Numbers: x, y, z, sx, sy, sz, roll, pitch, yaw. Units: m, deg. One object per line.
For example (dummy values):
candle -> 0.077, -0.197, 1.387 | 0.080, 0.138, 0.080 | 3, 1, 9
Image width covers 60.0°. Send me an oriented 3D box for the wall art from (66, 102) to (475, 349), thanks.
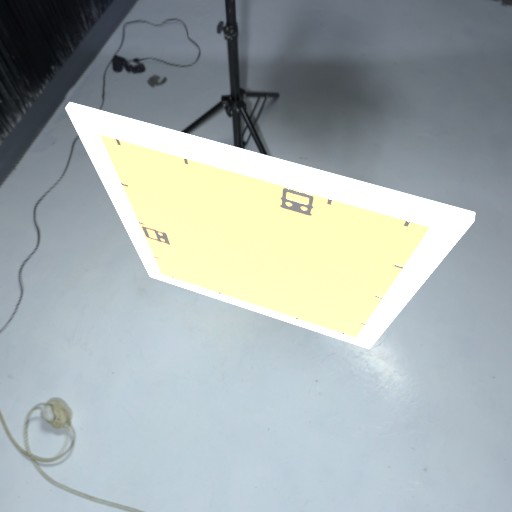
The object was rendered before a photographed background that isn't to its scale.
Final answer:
wall art -> 0.000, 0.000, 0.860 | 0.584, 0.584, 0.013 | 17, 64, 9
